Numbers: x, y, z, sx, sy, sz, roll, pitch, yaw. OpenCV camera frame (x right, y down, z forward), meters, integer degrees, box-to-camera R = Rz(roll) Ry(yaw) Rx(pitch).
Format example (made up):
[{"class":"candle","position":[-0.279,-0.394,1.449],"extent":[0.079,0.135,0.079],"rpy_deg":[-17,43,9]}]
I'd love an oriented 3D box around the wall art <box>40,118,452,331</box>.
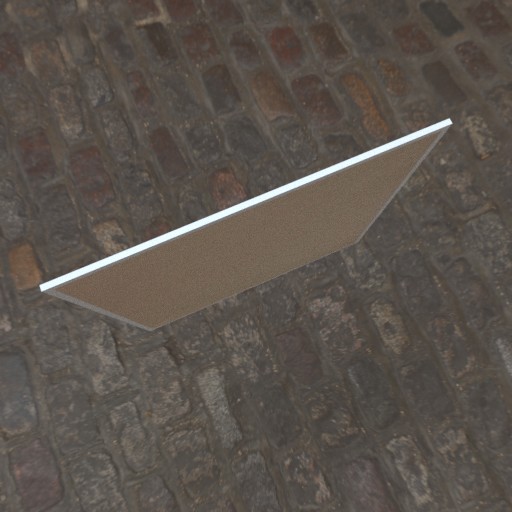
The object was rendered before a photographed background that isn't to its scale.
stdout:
[{"class":"wall art","position":[0.000,0.000,0.673],"extent":[0.456,0.456,0.007],"rpy_deg":[-23,77,-6]}]
